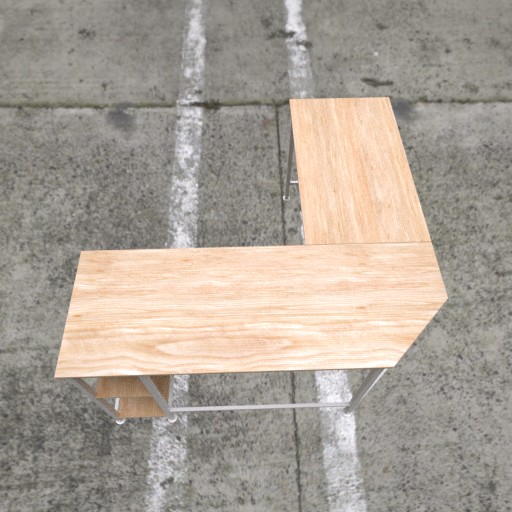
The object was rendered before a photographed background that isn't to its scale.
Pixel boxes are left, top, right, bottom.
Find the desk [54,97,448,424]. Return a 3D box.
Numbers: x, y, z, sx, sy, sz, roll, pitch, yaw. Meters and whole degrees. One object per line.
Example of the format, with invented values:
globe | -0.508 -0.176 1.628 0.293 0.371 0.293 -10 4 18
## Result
desk | 0.000 0.000 2.158 1.379 0.739 1.379 -2 58 -1
